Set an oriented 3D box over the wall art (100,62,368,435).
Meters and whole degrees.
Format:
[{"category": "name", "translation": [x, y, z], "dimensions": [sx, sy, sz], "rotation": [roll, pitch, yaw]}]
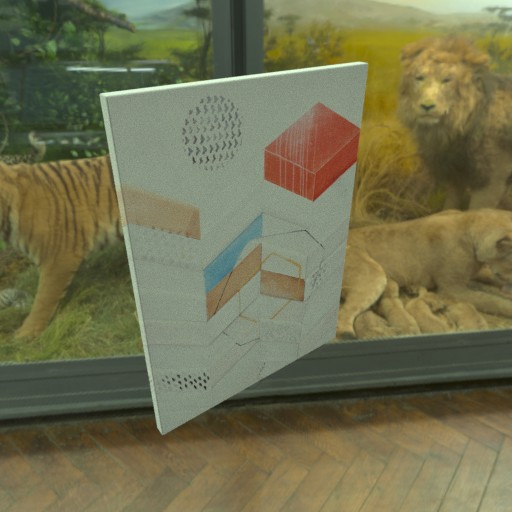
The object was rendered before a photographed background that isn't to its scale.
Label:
[{"category": "wall art", "translation": [0.000, 0.000, 1.328], "dimensions": [0.759, 1.014, 0.045], "rotation": [-21, 37, -31]}]
